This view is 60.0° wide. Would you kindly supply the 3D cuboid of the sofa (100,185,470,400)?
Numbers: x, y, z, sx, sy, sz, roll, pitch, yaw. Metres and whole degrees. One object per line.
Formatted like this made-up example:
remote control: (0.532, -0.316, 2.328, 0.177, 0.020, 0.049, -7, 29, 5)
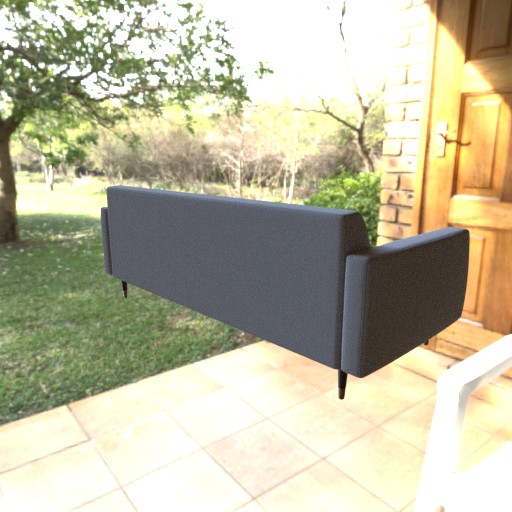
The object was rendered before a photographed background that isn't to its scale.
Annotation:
sofa: (0.000, 0.000, 2.785, 0.990, 0.821, 2.291, -12, 18, -43)
